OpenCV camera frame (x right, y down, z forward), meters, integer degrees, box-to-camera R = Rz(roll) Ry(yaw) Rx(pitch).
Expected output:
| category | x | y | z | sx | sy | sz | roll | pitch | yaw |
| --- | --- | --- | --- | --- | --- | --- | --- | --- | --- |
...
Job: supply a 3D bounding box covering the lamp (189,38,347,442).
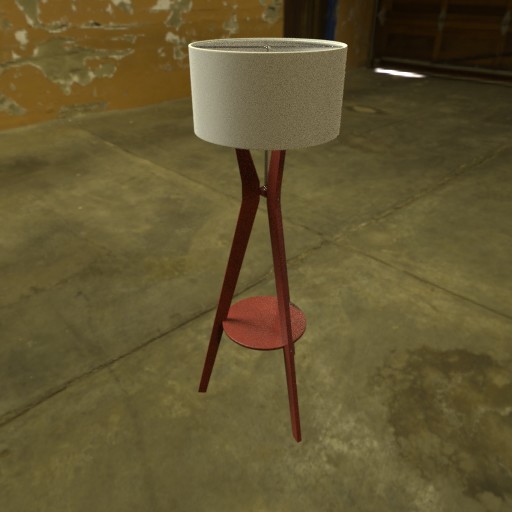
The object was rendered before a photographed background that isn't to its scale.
| category | x | y | z | sx | sy | sz | roll | pitch | yaw |
| --- | --- | --- | --- | --- | --- | --- | --- | --- | --- |
| lamp | 0.000 | 0.000 | 1.702 | 0.542 | 1.472 | 0.539 | 1 | 30 | 1 |
